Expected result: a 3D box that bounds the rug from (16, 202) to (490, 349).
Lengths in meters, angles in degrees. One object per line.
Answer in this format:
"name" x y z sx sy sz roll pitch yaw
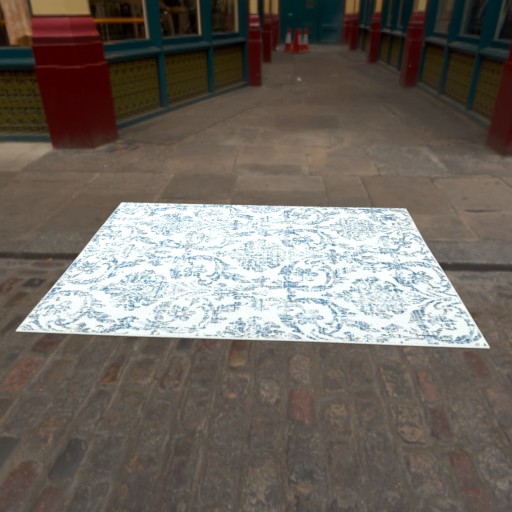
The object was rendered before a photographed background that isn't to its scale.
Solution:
"rug" 0.000 0.000 2.733 2.197 0.014 1.586 2 29 3
